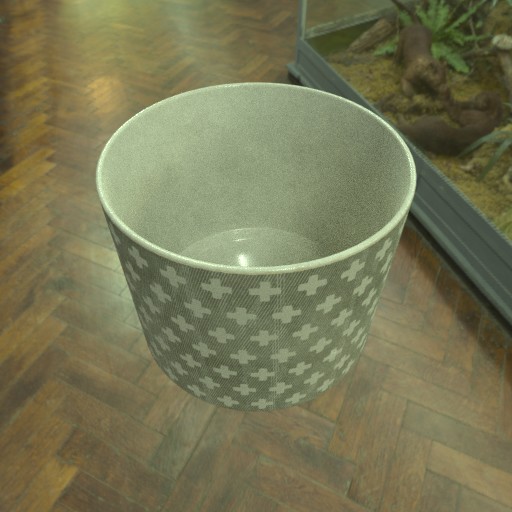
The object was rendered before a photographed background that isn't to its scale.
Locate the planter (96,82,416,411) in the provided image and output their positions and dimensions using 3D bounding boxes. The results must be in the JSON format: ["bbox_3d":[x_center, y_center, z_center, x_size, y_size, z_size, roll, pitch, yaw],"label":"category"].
[{"bbox_3d":[0.000,0.000,0.335,0.190,0.181,0.190,0,47,0],"label":"planter"}]
